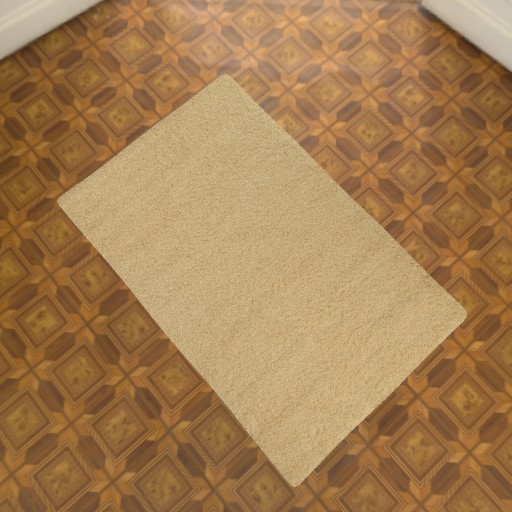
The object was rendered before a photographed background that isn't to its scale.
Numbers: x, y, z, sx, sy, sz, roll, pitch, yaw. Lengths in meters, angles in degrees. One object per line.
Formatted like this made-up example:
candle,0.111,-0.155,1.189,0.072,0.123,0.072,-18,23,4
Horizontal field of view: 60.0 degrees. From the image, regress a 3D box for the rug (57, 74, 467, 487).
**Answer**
rug,0.000,0.000,2.875,1.500,0.026,2.349,-41,79,-10
